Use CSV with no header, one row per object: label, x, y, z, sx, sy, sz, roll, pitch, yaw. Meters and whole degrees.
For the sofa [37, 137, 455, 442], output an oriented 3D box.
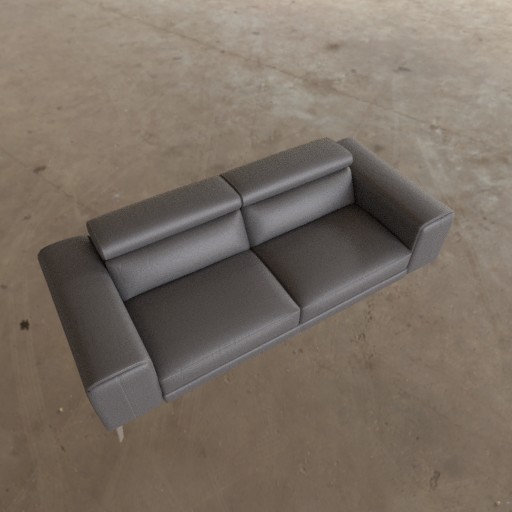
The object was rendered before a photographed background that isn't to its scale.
sofa,0.000,0.000,2.761,2.321,0.759,1.023,-24,51,-21
